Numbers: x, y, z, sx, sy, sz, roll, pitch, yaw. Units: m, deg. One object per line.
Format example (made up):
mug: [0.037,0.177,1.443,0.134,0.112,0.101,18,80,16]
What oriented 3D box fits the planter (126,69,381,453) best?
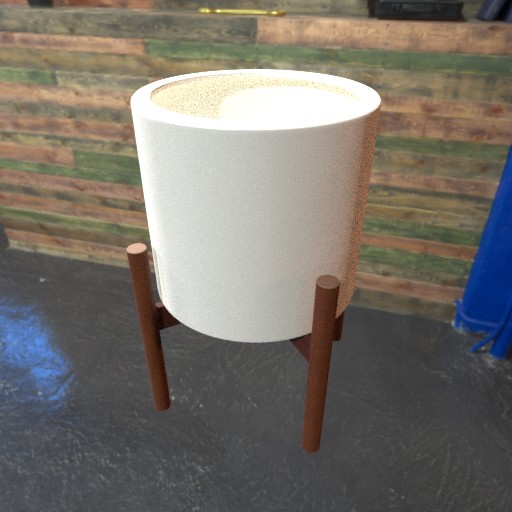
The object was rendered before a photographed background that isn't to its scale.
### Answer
planter: [0.000,0.000,0.501,0.224,0.358,0.224,9,34,15]
